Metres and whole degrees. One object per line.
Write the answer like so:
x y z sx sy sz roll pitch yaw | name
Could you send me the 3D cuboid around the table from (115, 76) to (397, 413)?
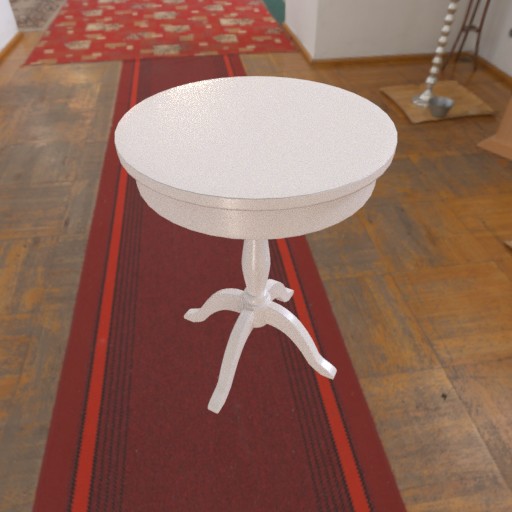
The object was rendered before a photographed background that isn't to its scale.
0.000 0.000 1.037 0.513 0.653 0.513 0 40 0 | table
